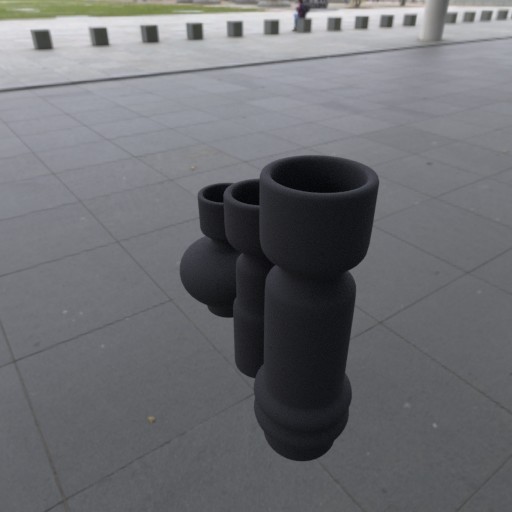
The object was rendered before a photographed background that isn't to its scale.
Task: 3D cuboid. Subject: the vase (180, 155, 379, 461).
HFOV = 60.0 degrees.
[{"bbox_3d":[0.000,0.000,0.434,0.120,0.249,0.307,-11,33,-18],"label":"vase"}]
